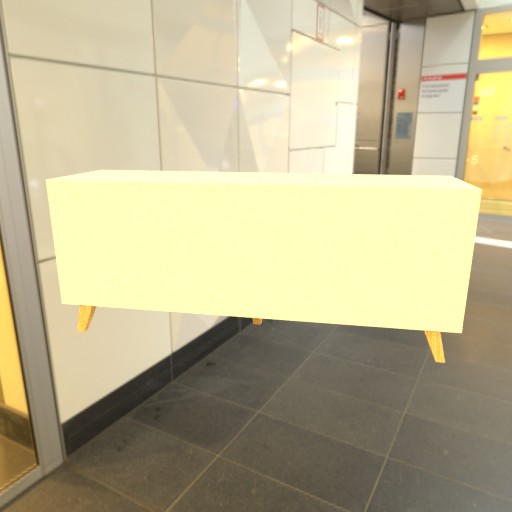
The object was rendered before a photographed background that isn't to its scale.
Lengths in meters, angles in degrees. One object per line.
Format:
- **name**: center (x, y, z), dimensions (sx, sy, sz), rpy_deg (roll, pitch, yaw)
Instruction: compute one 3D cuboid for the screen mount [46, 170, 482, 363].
- **screen mount**: center (0.000, 0.000, 1.770), dimensions (1.490, 0.619, 0.400), rpy_deg (3, 16, 10)
